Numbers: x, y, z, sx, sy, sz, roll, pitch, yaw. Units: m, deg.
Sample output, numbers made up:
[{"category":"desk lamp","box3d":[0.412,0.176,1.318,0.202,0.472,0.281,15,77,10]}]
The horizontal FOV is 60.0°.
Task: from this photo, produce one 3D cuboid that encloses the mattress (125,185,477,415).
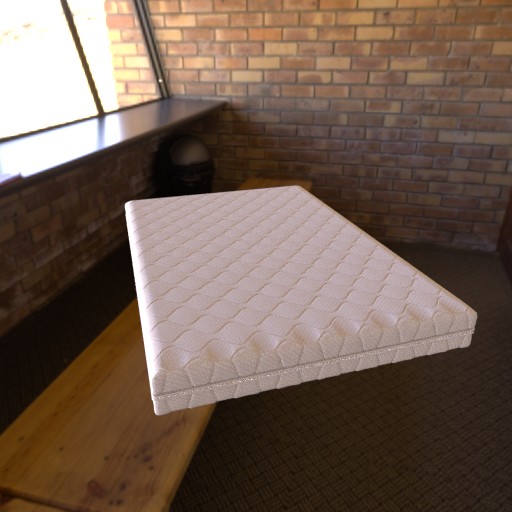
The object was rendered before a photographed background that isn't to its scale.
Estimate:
[{"category":"mattress","box3d":[0.000,0.000,2.617,1.400,0.200,2.000,-8,26,-16]}]
